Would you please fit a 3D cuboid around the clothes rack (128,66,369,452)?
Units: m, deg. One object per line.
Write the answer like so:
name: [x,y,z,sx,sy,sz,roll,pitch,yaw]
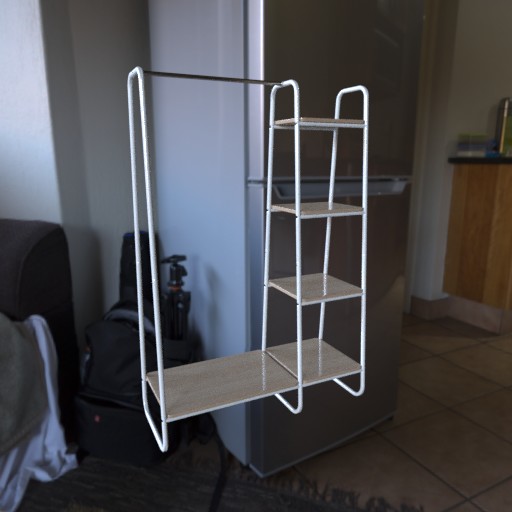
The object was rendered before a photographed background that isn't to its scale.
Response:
clothes rack: [0.000,0.000,2.001,1.011,1.500,0.400,-6,14,-25]
